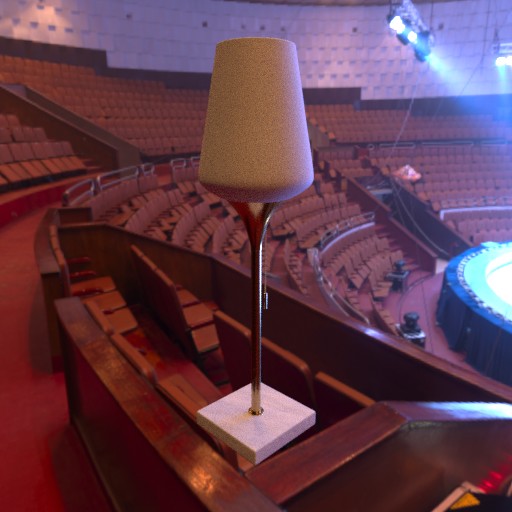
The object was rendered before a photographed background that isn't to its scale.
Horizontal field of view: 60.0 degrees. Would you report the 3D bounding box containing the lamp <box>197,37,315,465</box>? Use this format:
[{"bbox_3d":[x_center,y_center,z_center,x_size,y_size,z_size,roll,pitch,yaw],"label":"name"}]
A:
[{"bbox_3d":[0.000,0.000,0.732,0.181,0.639,0.181,-14,20,-43],"label":"lamp"}]
